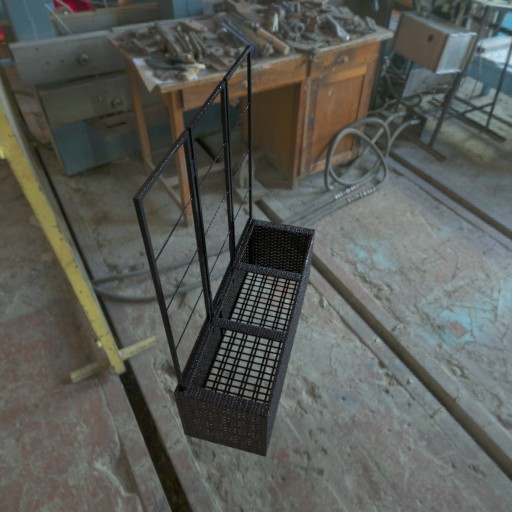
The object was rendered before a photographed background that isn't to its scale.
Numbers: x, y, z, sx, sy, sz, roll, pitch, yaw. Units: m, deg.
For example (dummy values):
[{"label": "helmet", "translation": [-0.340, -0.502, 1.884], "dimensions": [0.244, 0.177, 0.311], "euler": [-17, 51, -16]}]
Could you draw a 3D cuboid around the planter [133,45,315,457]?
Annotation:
[{"label": "planter", "translation": [0.000, 0.000, 1.191], "dimensions": [0.244, 0.841, 0.699], "euler": [10, 46, 10]}]
